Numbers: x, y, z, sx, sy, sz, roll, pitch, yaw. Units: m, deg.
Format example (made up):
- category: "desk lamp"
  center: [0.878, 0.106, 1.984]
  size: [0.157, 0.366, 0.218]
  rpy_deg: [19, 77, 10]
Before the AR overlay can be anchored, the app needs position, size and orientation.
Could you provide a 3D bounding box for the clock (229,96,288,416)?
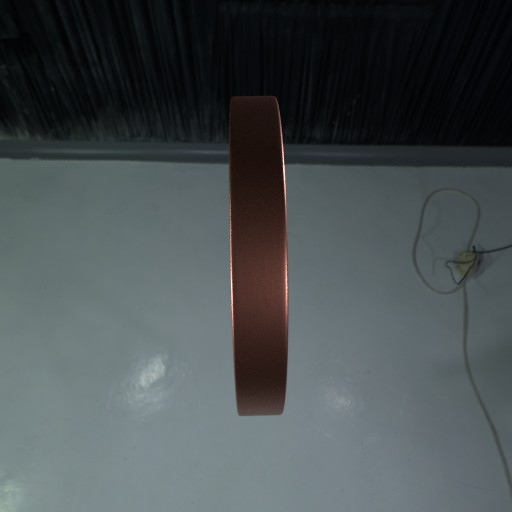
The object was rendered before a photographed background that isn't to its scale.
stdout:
- category: "clock"
  center: [0.000, 0.000, 0.462]
  size: [0.040, 0.313, 0.313]
  rpy_deg: [-1, 58, -1]
